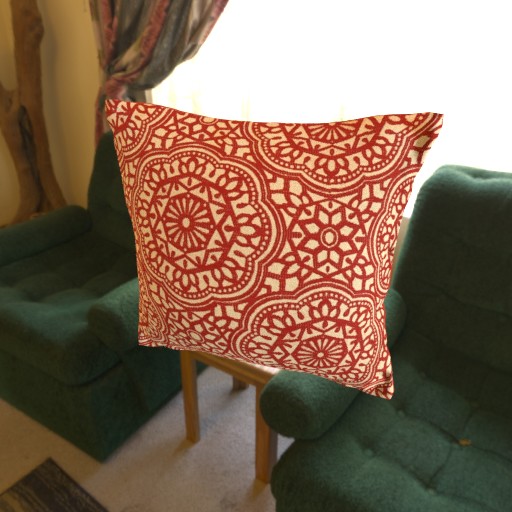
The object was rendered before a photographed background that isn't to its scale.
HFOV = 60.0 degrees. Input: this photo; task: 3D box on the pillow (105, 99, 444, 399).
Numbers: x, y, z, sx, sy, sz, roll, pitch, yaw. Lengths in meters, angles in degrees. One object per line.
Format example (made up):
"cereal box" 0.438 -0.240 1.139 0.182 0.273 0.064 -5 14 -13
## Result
"pillow" 0.000 0.000 0.642 0.438 0.419 0.162 8 27 16
